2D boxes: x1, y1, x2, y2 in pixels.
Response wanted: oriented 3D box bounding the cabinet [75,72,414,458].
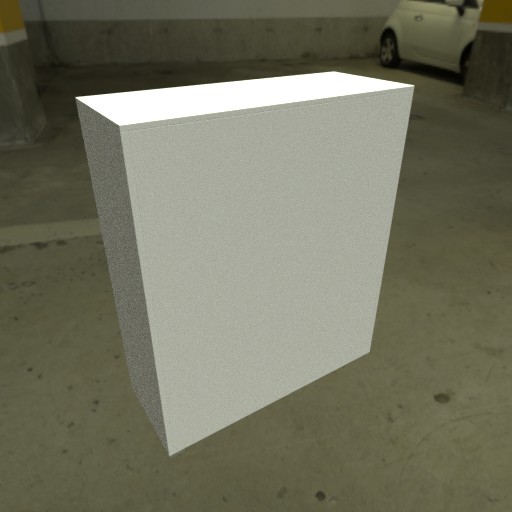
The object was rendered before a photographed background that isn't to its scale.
[{"bbox_3d":[0.000,0.000,1.683,1.000,1.190,0.400,-18,34,-28],"label":"cabinet"}]
